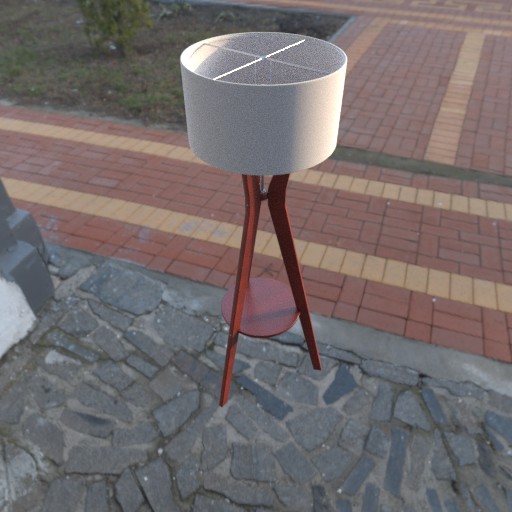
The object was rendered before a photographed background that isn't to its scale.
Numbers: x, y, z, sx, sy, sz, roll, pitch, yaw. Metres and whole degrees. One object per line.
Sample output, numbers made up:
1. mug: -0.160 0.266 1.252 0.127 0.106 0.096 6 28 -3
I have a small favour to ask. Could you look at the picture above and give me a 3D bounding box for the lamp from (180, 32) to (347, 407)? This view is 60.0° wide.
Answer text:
1. lamp: 0.000 0.000 1.727 0.539 1.472 0.542 27 48 27
